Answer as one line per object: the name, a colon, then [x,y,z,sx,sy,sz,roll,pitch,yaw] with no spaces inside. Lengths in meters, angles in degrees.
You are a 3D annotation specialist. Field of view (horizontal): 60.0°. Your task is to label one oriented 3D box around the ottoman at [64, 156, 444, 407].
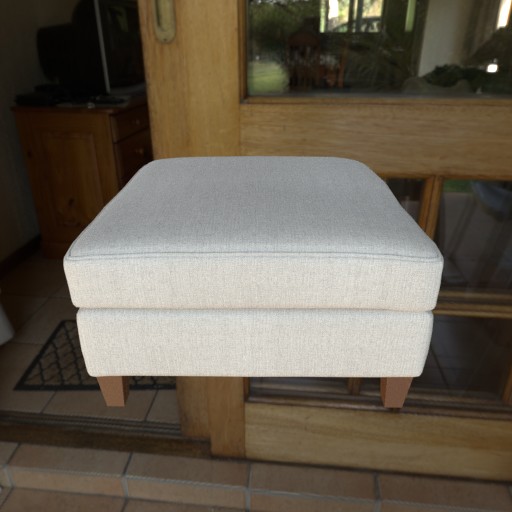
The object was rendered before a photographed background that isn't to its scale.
ottoman: [0.000,0.000,1.380,0.838,0.503,0.838,0,26,0]
